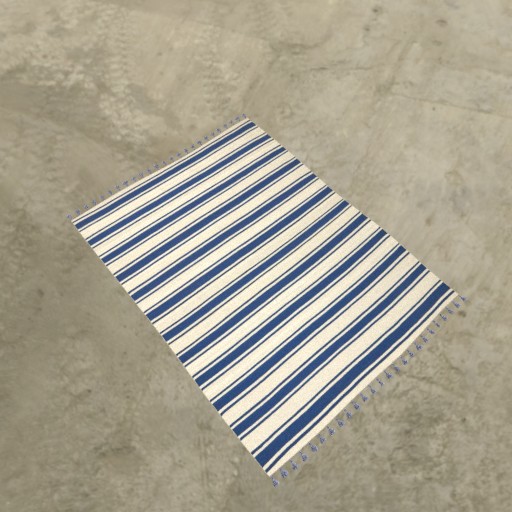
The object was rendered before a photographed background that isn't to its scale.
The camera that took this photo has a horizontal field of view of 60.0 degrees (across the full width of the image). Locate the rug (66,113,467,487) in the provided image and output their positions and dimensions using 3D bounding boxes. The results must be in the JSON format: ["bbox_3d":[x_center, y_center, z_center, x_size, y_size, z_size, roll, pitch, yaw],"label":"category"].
[{"bbox_3d":[0.000,0.000,4.484,2.471,0.016,3.416,-36,65,-19],"label":"rug"}]
